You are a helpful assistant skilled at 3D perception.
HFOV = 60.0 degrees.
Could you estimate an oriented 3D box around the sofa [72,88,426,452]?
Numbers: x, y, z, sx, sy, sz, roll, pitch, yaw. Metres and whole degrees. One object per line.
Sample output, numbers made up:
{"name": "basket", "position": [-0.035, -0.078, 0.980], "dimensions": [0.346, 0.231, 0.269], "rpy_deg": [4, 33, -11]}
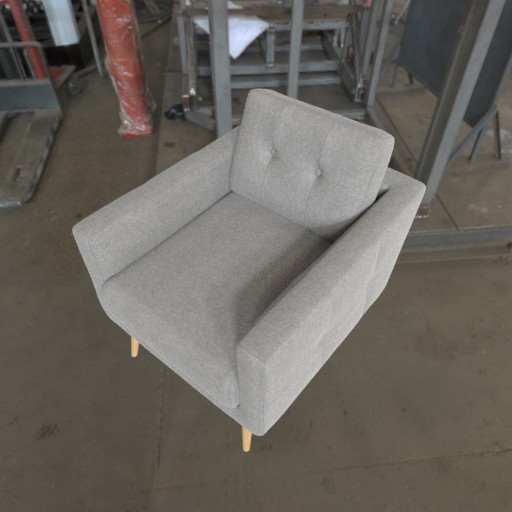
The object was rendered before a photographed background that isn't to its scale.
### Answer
{"name": "sofa", "position": [0.000, 0.000, 1.550], "dimensions": [0.770, 0.860, 0.920], "rpy_deg": [30, 53, 26]}
